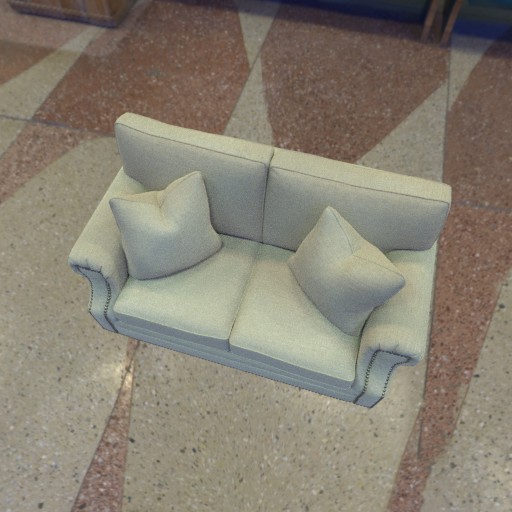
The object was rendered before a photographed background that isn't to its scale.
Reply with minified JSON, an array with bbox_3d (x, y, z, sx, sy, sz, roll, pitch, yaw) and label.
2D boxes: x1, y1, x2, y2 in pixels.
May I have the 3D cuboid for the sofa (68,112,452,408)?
[{"bbox_3d":[0.000,0.000,2.263,1.701,0.966,0.966,14,59,9],"label":"sofa"}]
